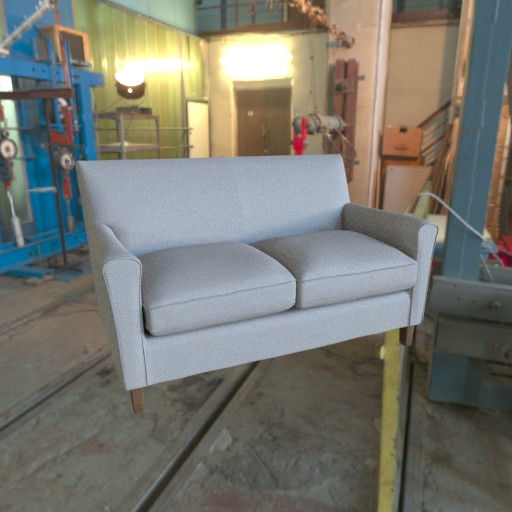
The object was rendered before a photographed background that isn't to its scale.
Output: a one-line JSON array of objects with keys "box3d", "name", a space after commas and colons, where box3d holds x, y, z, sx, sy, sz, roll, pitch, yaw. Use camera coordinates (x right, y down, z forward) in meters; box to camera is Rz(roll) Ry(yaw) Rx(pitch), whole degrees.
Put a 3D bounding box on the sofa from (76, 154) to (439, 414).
[{"box3d": [0.000, 0.000, 2.125, 1.482, 0.890, 0.888, -7, 17, -23], "name": "sofa"}]
